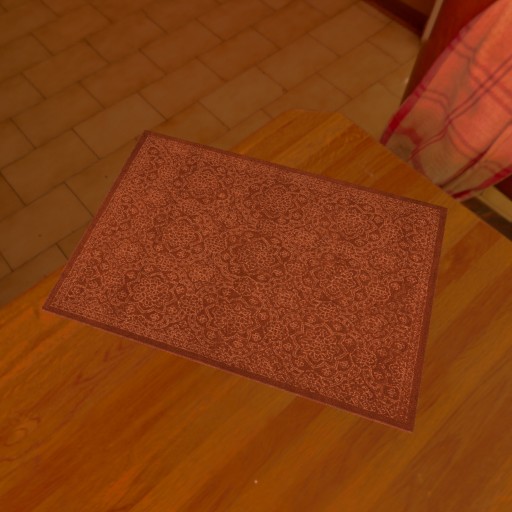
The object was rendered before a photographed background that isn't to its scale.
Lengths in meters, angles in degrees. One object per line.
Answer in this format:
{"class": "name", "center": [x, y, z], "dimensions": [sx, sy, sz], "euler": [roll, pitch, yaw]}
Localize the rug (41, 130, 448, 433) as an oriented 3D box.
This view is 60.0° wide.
{"class": "rug", "center": [0.000, 0.000, 2.309], "dimensions": [1.829, 0.010, 1.219], "euler": [16, 64, 8]}
